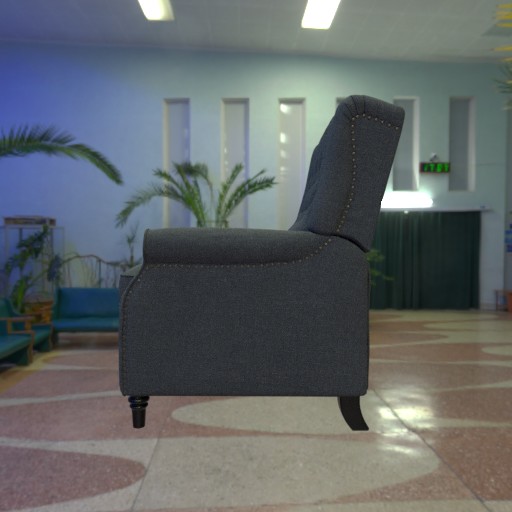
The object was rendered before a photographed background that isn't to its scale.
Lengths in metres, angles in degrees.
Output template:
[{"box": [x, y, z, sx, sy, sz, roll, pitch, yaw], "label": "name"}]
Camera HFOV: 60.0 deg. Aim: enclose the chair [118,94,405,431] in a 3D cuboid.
[{"box": [0.000, 0.000, 1.642, 0.898, 1.035, 0.742, 0, 1, 1], "label": "chair"}]
